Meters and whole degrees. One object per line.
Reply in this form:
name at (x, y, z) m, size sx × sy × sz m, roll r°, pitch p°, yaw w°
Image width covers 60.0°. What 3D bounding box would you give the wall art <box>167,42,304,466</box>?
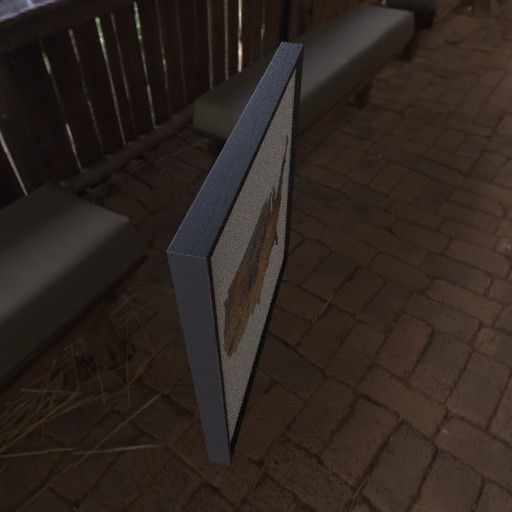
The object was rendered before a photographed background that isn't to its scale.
wall art at (0.000, 0.000, 0.745) m, size 0.038 × 0.507 × 0.507 m, roll 10°, pitch 47°, yaw 10°
